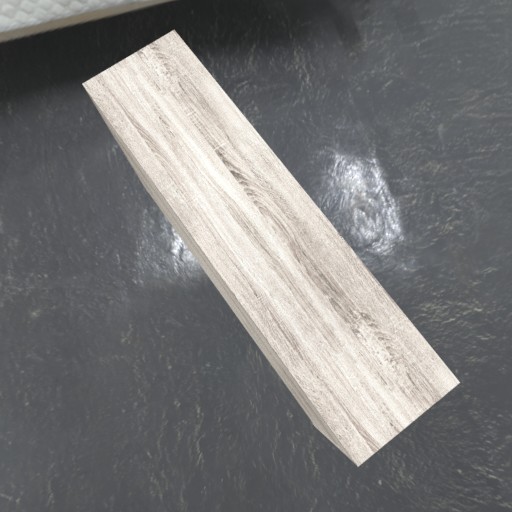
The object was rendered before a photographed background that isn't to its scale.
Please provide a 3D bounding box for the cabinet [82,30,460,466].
[{"bbox_3d":[0.000,0.000,1.792,0.380,0.900,1.450,-35,78,-9],"label":"cabinet"}]
